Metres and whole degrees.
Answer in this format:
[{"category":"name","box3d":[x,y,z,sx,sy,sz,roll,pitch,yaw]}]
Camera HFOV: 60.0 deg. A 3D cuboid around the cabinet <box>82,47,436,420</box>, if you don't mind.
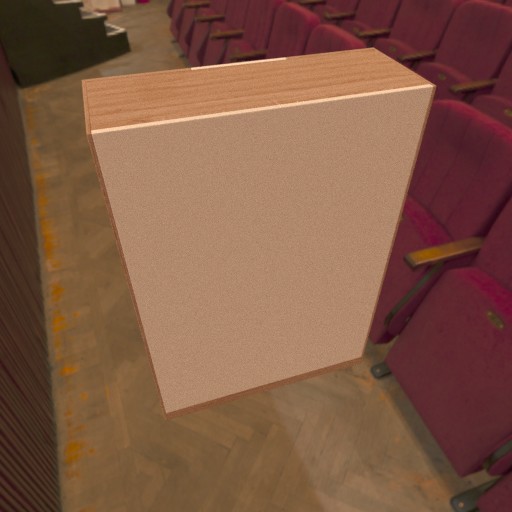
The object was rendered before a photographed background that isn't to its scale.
[{"category":"cabinet","box3d":[0.000,0.000,2.716,1.500,2.120,0.590,-12,43,-13]}]
